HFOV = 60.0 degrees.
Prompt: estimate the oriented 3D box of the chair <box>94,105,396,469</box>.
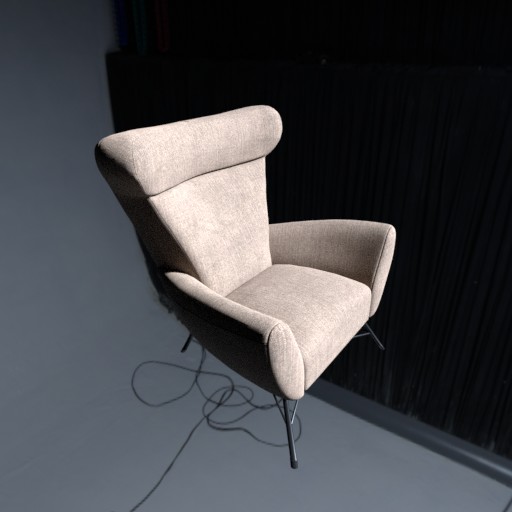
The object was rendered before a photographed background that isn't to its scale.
[{"bbox_3d":[0.000,0.000,1.791,0.900,1.040,0.980,18,31,32],"label":"chair"}]
